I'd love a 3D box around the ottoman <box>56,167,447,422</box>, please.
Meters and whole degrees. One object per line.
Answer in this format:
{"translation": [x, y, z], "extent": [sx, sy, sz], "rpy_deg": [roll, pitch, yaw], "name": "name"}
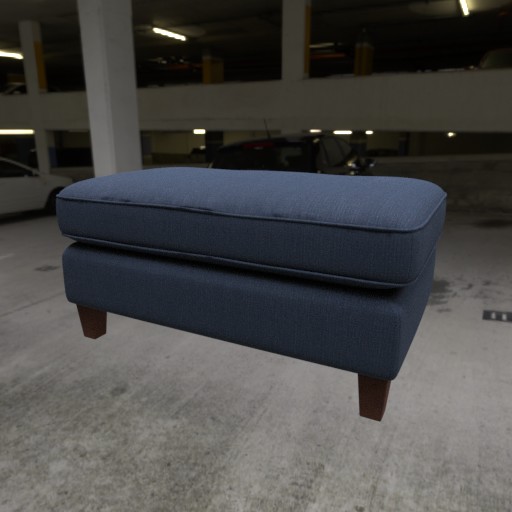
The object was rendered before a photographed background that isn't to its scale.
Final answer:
{"translation": [0.000, 0.000, 1.187], "extent": [0.885, 0.438, 0.570], "rpy_deg": [8, 18, 26], "name": "ottoman"}
